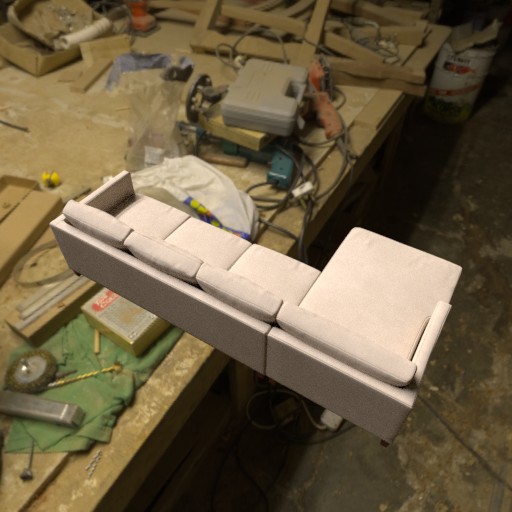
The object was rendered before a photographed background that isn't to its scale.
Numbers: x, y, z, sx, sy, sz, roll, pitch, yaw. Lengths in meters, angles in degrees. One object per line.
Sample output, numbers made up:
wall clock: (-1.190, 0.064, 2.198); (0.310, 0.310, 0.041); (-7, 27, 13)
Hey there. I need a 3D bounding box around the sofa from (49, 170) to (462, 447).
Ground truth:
sofa: (0.000, 0.000, 3.869); (3.186, 0.846, 1.625); (24, 51, 21)
